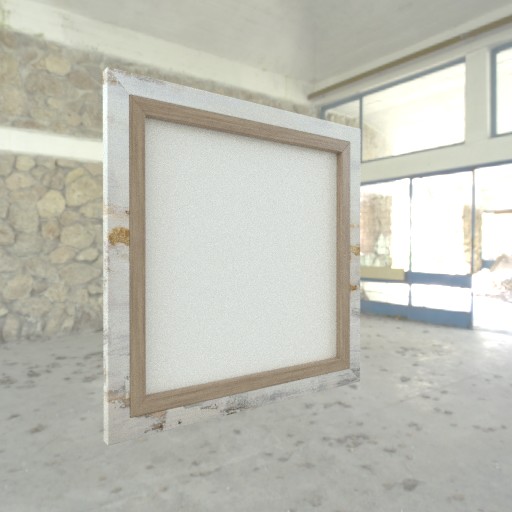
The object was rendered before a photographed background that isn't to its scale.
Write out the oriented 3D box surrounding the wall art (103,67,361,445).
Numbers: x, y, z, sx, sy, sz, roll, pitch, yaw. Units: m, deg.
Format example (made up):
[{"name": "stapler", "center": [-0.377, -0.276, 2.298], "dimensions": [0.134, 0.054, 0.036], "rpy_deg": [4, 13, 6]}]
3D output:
[{"name": "wall art", "center": [0.000, 0.000, 1.505], "dimensions": [1.015, 1.018, 0.040], "rpy_deg": [0, 1, -36]}]
